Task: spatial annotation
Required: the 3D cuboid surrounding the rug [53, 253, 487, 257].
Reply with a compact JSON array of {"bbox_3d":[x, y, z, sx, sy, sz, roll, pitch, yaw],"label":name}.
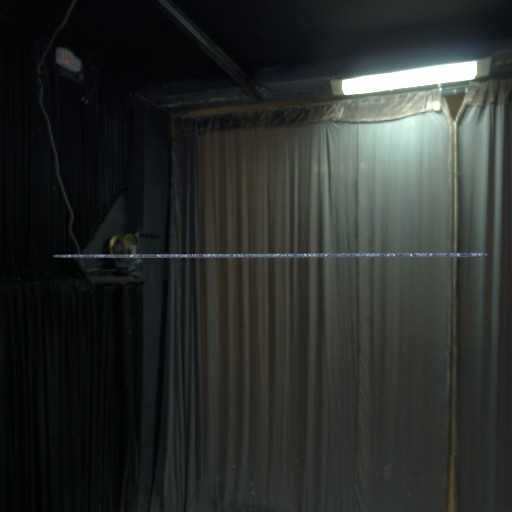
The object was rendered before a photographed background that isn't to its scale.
[{"bbox_3d":[0.000,0.000,2.565,2.306,0.013,0.719,0,-1,19],"label":"rug"}]
